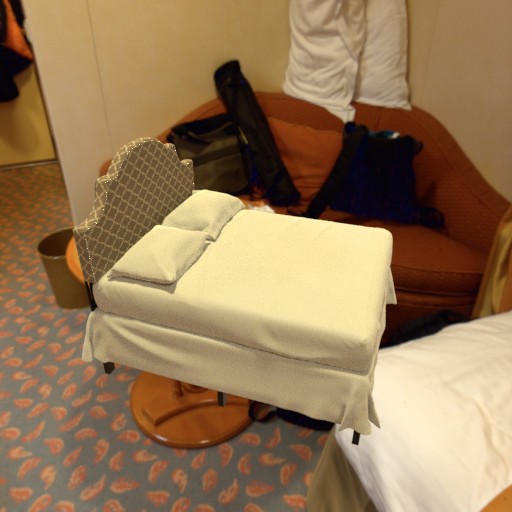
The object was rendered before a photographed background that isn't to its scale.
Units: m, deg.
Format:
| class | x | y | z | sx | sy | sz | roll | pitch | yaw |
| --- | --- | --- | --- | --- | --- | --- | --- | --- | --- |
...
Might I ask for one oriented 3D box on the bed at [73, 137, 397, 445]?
| class | x | y | z | sx | sy | sz | roll | pitch | yaw |
| --- | --- | --- | --- | --- | --- | --- | --- | --- | --- |
| bed | 0.000 | 0.000 | 3.448 | 2.222 | 1.633 | 1.780 | 10 | 31 | 17 |
